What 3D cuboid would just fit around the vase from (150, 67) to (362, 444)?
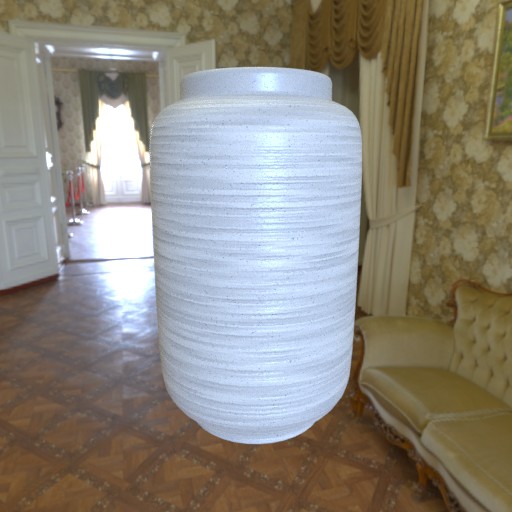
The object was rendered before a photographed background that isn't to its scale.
[{"bbox_3d":[0.000,0.000,0.449,0.202,0.335,0.202,0,14,0],"label":"vase"}]
